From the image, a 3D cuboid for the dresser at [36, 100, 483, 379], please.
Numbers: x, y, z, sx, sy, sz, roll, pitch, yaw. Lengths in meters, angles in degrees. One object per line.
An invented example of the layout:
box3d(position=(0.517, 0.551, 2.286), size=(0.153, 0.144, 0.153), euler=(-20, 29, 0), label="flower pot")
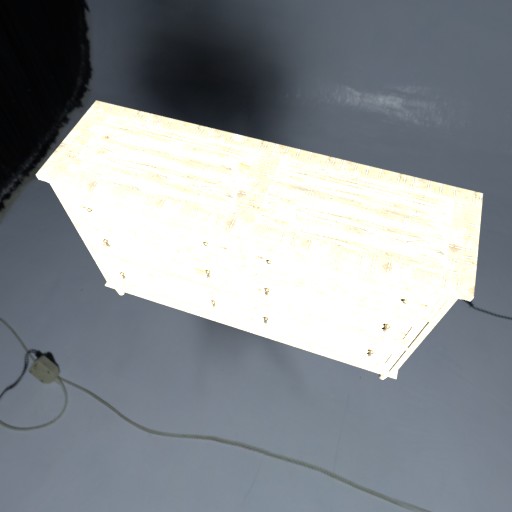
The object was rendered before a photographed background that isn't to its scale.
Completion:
box3d(position=(0.000, 0.000, 2.100), size=(1.626, 1.016, 0.457), euler=(16, 59, 10), label="dresser")
